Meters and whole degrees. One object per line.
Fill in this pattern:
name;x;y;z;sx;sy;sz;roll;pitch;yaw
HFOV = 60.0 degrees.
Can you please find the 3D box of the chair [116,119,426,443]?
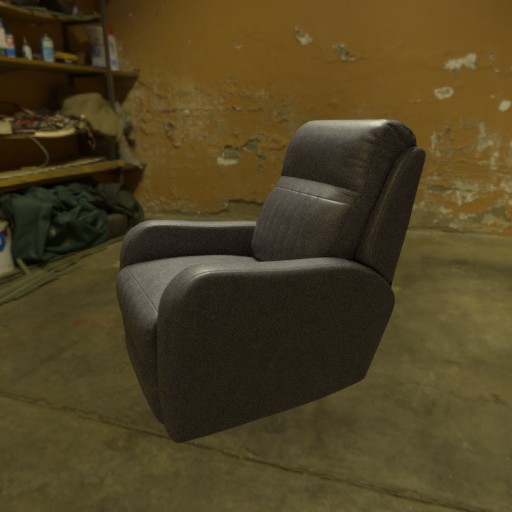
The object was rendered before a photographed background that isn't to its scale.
chair;0.000;0.000;1.808;1.067;1.067;0.865;-8;19;-24
